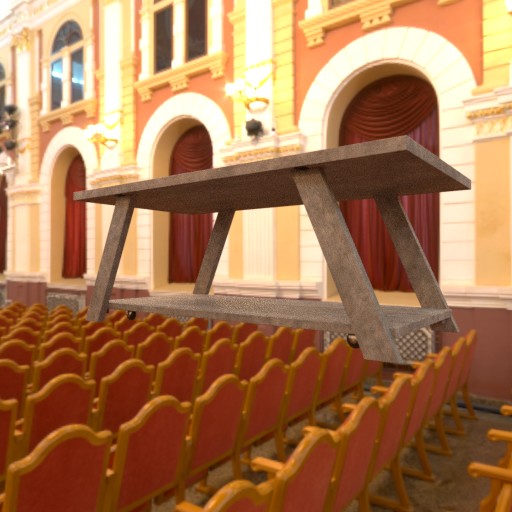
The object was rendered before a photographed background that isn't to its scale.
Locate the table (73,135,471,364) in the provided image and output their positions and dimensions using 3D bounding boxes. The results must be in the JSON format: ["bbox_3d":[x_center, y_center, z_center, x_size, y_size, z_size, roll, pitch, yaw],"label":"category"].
[{"bbox_3d":[0.000,0.000,1.500,1.219,0.470,0.610,-1,-1,37],"label":"table"}]
